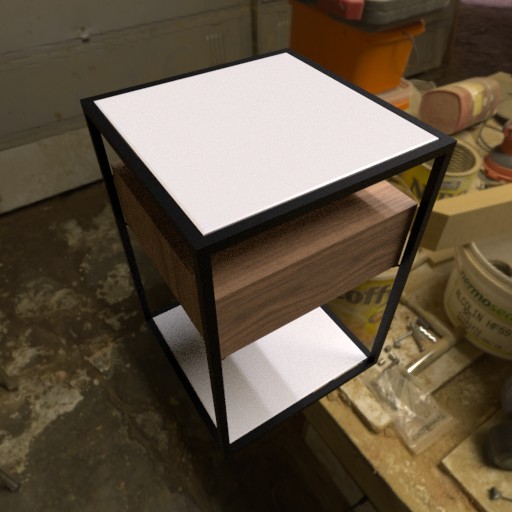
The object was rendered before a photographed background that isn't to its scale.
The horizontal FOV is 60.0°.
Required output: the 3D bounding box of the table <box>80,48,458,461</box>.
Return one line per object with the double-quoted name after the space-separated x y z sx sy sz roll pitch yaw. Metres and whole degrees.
0.000 0.000 0.805 0.378 0.540 0.378 -24 50 -22 "table"
